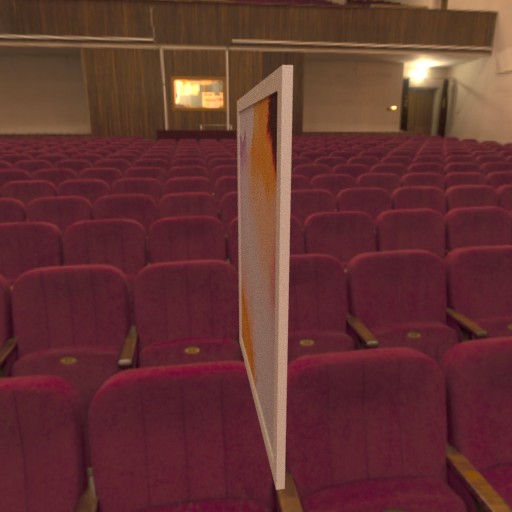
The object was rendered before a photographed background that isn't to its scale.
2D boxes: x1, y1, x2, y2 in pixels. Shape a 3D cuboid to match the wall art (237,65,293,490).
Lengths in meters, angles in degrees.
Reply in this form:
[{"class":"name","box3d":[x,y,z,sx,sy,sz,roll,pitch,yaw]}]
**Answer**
[{"class":"wall art","box3d":[0.000,0.000,0.785,0.012,0.557,0.482,-2,15,-8]}]
